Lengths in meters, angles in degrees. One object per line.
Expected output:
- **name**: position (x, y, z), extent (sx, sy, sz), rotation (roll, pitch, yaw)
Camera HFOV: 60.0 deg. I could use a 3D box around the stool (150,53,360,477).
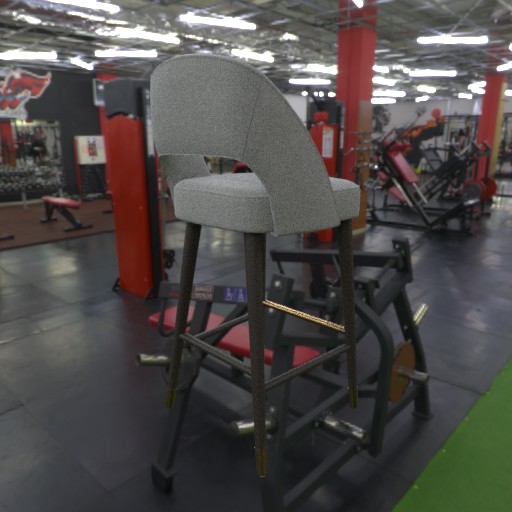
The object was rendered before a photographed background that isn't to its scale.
- **stool**: position (0.000, 0.000, 1.309), extent (0.509, 1.037, 0.494), rotation (-14, 20, -43)
